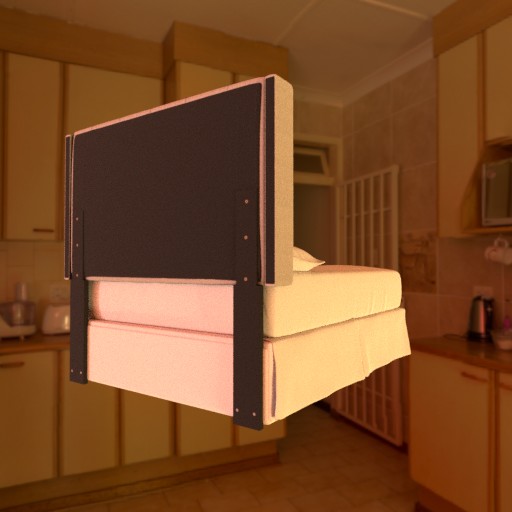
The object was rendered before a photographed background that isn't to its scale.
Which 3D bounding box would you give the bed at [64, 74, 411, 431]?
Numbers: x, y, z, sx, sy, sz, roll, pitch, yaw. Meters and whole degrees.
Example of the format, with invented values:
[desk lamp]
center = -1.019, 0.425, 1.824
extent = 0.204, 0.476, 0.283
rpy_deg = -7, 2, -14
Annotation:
[bed]
center = 0.000, 0.000, 3.334
extent = 1.719, 1.665, 2.066
rpy_deg = -1, -1, 35
